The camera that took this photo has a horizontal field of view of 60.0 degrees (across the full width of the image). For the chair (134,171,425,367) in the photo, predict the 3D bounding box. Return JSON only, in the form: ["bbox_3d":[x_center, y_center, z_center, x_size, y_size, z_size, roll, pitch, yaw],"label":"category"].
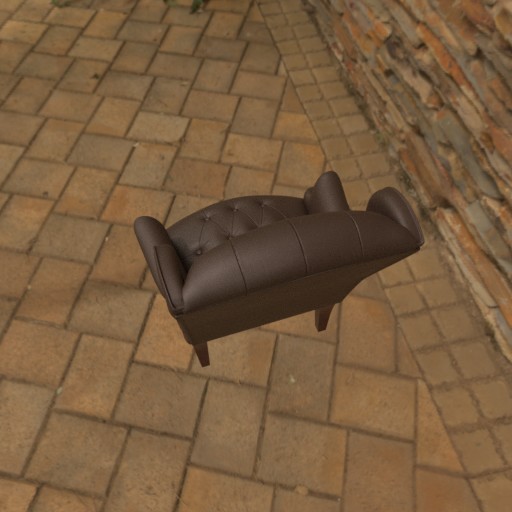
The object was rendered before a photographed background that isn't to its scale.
[{"bbox_3d":[0.000,0.000,1.693,0.829,1.132,0.819,-15,58,-10],"label":"chair"}]
